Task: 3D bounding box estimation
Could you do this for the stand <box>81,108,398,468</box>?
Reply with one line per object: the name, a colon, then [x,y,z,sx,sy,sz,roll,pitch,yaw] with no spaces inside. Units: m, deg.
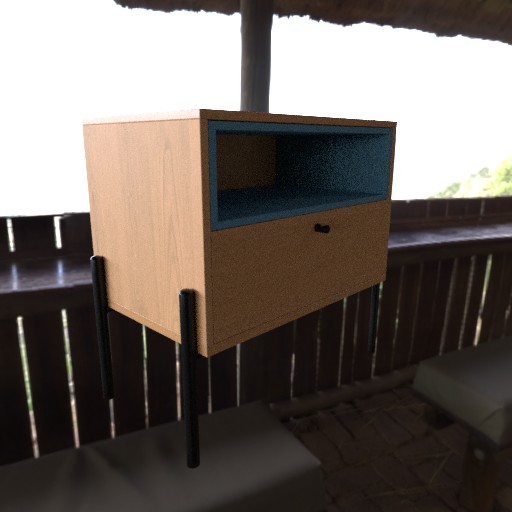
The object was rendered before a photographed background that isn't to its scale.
stand: [0.000,0.000,1.017,0.400,0.600,0.630,14,20,43]
